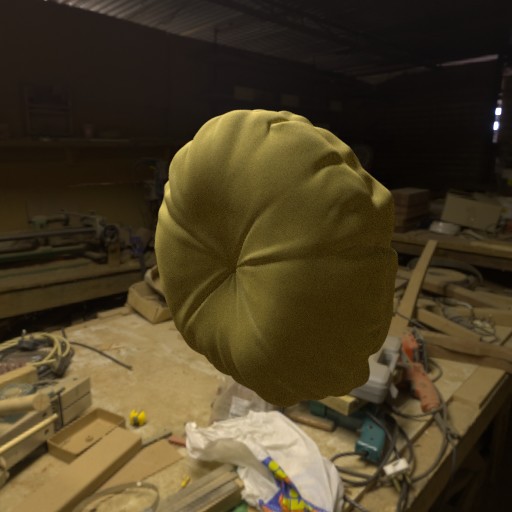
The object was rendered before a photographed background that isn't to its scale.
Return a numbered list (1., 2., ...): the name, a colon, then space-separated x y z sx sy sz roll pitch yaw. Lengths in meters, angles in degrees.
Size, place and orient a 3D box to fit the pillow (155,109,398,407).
1. pillow: 0.000 0.000 0.647 0.428 0.407 0.148 13 19 43
